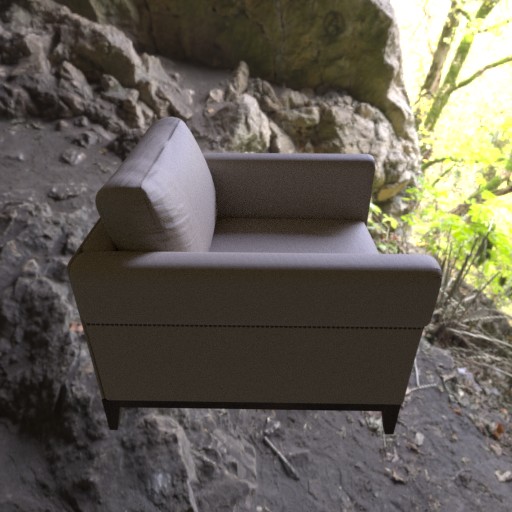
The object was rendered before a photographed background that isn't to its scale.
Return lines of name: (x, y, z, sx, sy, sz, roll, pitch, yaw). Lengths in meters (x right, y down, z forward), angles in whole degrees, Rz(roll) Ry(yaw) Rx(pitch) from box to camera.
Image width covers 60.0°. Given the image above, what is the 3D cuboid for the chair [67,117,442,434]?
chair: (0.000, 0.000, 1.613, 0.959, 0.838, 0.914, 1, 32, 1)
